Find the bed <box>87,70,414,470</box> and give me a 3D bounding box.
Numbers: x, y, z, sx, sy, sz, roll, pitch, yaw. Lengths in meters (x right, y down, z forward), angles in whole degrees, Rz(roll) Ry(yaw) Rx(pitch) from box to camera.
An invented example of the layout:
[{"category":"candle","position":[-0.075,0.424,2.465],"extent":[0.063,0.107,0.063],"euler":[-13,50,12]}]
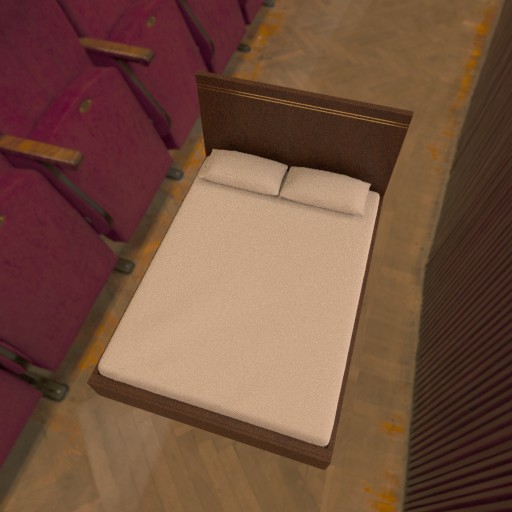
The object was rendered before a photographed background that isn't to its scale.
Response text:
[{"category":"bed","position":[0.000,0.000,3.122],"extent":[1.613,1.169,2.221],"euler":[14,58,9]}]
